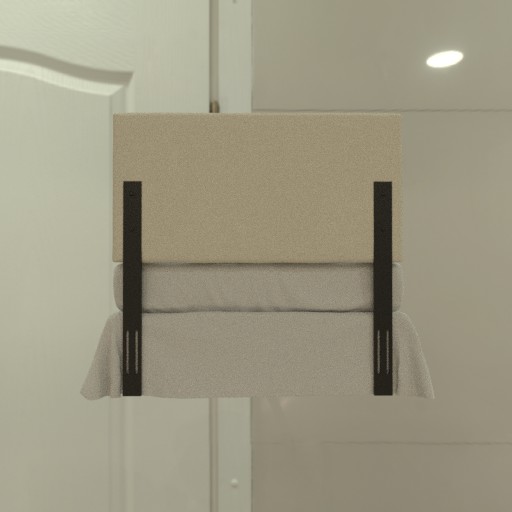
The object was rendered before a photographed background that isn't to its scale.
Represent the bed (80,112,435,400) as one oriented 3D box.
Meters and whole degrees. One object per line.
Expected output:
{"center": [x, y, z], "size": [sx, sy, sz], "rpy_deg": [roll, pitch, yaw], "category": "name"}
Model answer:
{"center": [0.000, 0.000, 3.478], "size": [1.936, 1.577, 2.222], "rpy_deg": [0, -1, 0], "category": "bed"}
